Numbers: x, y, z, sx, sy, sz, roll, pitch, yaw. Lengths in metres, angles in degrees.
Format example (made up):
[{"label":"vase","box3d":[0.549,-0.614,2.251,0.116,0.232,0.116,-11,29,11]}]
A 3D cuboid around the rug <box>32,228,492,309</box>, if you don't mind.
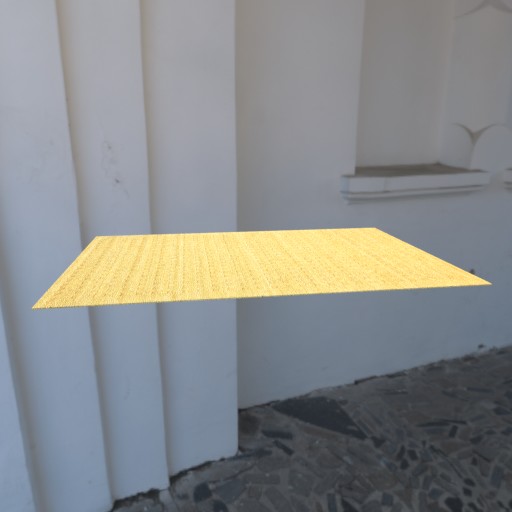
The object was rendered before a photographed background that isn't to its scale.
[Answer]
[{"label":"rug","box3d":[0.000,0.000,2.898,2.286,0.006,1.524,-2,15,-8]}]
